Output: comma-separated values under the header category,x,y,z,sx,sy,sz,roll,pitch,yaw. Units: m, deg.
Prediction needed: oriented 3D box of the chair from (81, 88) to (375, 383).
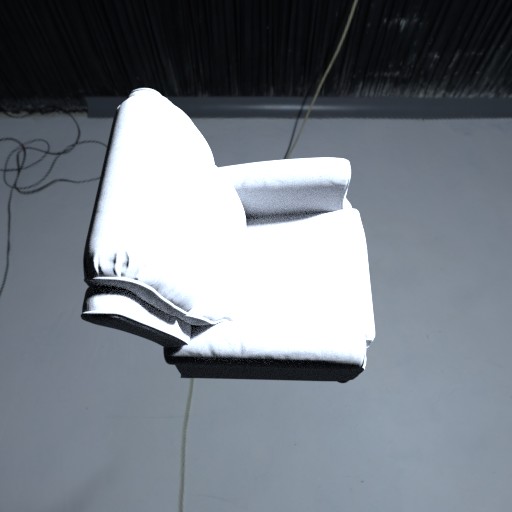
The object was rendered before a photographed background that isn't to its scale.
category,x,y,z,sx,sy,sz,roll,pitch,yaw
chair,0.000,0.000,1.693,0.919,1.046,0.859,1,63,1
